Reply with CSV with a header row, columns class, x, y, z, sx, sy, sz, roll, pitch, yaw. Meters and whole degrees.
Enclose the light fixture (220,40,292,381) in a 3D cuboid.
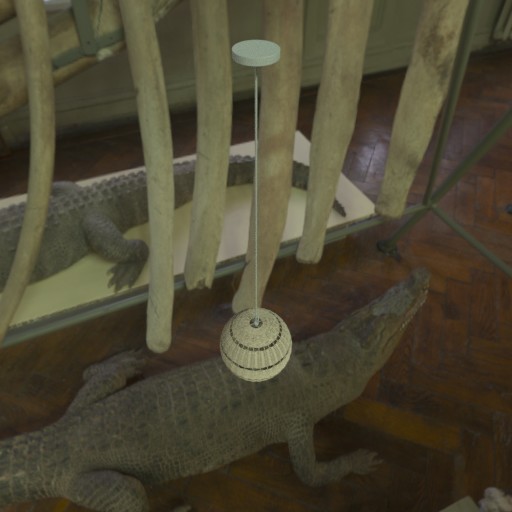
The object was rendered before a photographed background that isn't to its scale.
class,x,y,z,sx,sy,sz,roll,pitch,yaw
light fixture,0.000,0.000,2.240,0.457,2.019,0.457,-18,48,-17
